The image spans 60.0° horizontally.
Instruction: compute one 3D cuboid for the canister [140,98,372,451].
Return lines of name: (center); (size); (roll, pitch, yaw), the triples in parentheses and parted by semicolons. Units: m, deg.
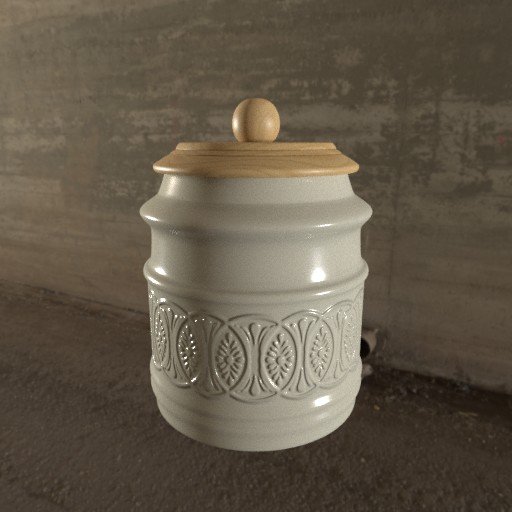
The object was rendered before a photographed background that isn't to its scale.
canister: (0.000, 0.000, 0.262); (0.130, 0.176, 0.130); (0, 15, 0)
